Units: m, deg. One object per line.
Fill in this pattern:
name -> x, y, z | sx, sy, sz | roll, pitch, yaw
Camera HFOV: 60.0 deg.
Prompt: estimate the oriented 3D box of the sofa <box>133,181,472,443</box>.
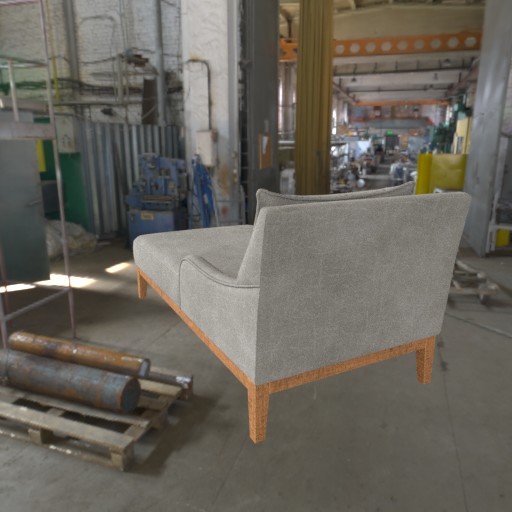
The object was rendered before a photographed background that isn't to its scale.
sofa -> 0.000, 0.000, 2.299 | 0.894, 0.859, 1.779 | -8, 17, -27
